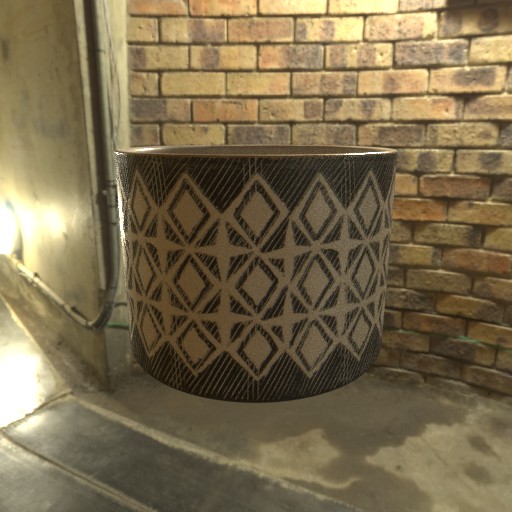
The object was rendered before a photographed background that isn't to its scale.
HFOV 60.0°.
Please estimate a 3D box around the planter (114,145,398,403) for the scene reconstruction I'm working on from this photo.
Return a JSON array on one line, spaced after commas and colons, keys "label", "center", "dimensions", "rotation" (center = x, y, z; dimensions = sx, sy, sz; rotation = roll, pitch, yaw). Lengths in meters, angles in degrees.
[{"label": "planter", "center": [0.000, 0.000, 0.221], "dimensions": [0.126, 0.104, 0.126], "rotation": [0, 16, 0]}]
